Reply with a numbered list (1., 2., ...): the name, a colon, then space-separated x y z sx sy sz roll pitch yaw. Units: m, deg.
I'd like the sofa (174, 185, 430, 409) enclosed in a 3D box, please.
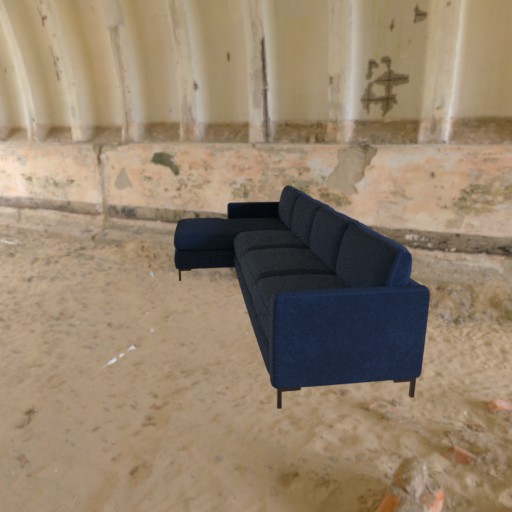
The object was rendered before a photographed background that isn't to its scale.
1. sofa: 0.000 0.000 2.928 1.128 0.679 2.450 -2 16 -8
